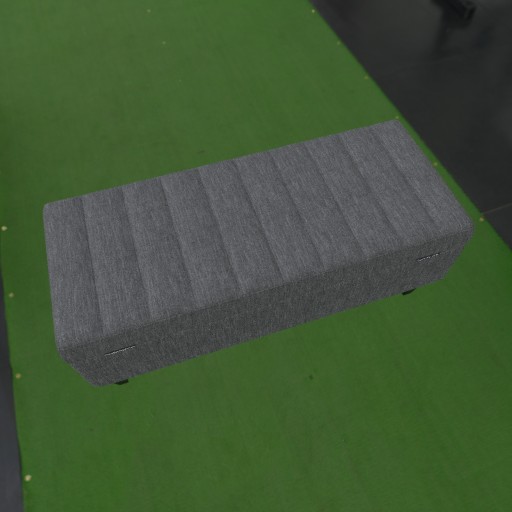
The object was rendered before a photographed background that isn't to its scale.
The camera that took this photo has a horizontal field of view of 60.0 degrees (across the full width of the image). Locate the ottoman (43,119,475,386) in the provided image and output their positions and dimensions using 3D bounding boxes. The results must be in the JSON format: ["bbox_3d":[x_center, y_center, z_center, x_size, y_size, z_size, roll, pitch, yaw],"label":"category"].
[{"bbox_3d":[0.000,0.000,1.420,1.151,0.469,0.482,-16,60,-10],"label":"ottoman"}]
